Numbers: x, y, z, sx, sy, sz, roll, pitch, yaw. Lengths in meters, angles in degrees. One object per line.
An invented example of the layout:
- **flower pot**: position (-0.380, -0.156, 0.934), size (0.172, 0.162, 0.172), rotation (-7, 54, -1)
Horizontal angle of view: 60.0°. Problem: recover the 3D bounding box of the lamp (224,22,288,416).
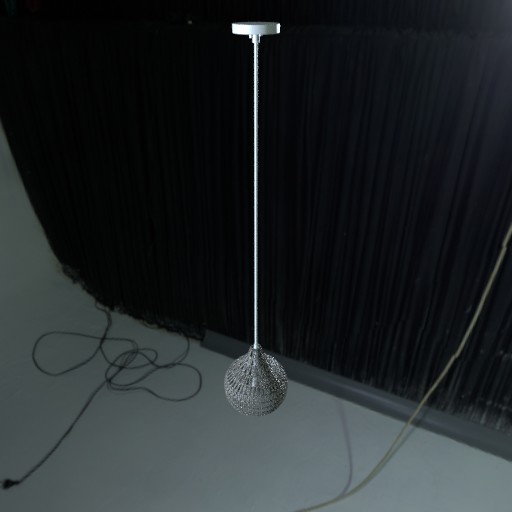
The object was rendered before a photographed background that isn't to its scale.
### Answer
- **lamp**: position (0.000, 0.000, 2.062), size (0.355, 1.919, 0.355), rotation (11, 33, 18)
